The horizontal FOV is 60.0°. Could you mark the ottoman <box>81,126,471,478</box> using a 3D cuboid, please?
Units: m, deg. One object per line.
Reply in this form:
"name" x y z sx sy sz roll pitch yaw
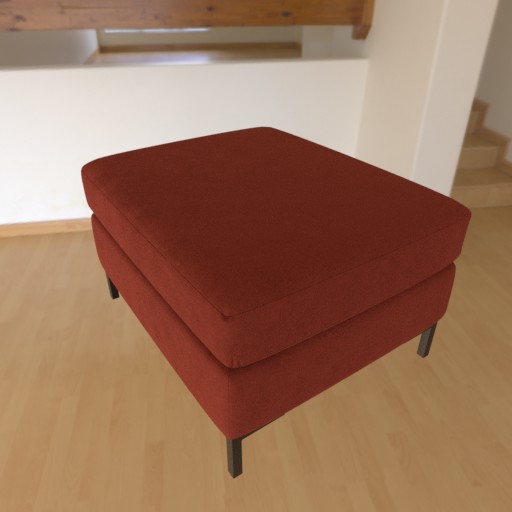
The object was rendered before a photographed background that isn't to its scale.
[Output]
"ottoman" 0.000 0.000 1.169 0.650 0.462 0.782 -20 37 -29
